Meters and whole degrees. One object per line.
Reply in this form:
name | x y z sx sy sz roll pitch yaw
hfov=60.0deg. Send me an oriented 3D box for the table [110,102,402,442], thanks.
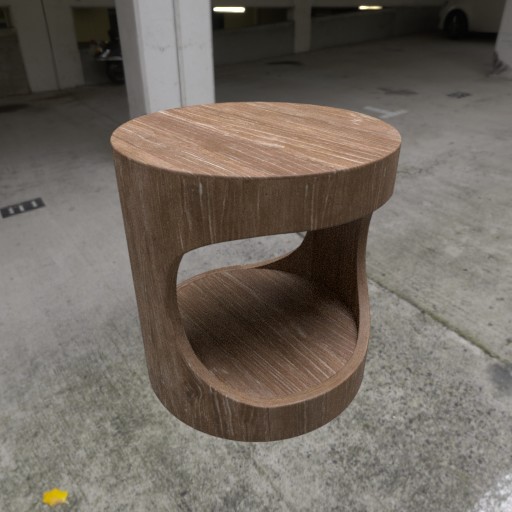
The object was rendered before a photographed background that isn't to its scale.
table | 0.000 0.000 0.970 0.527 0.551 0.527 0 30 0
